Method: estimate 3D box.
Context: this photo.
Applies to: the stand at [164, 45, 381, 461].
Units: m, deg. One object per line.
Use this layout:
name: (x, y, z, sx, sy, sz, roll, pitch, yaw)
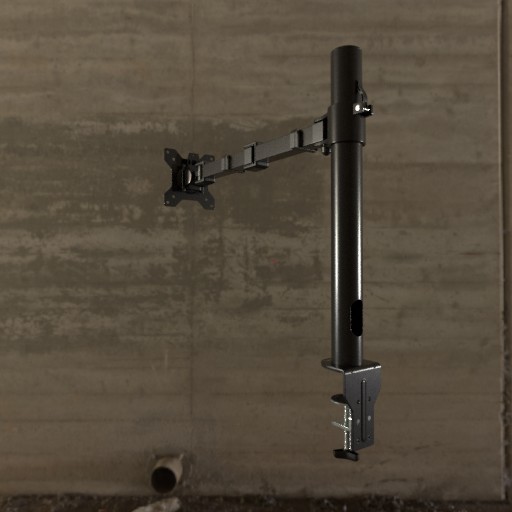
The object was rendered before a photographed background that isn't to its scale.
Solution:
stand: (0.000, 0.000, 0.714, 0.115, 0.510, 0.456, 1, -1, -36)
